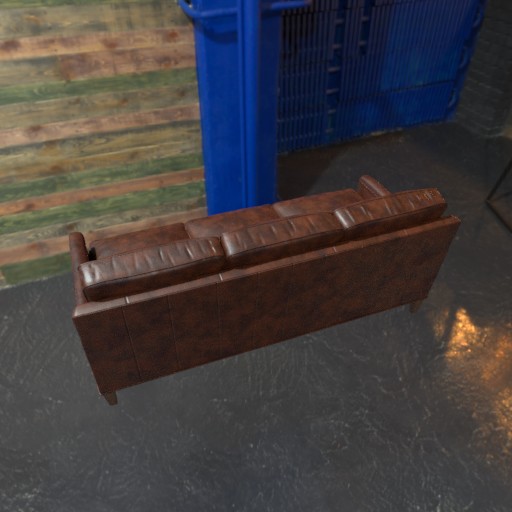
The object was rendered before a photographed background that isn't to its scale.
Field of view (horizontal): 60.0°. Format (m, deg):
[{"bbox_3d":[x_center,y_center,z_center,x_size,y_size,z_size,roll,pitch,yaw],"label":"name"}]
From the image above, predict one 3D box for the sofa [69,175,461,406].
[{"bbox_3d":[0.000,0.000,2.879,2.240,1.003,1.084,-13,41,-16],"label":"sofa"}]
